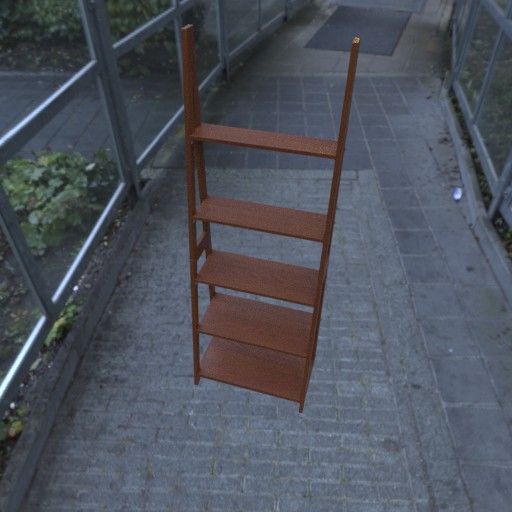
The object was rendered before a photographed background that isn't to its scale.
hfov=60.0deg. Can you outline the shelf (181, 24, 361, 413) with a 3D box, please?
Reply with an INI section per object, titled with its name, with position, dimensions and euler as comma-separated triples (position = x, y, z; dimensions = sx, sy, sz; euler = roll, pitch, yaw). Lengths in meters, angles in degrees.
[shelf]
position = 0.000, 0.000, 1.998
dimensions = 0.630, 1.780, 0.356
euler = 11, 42, 13
